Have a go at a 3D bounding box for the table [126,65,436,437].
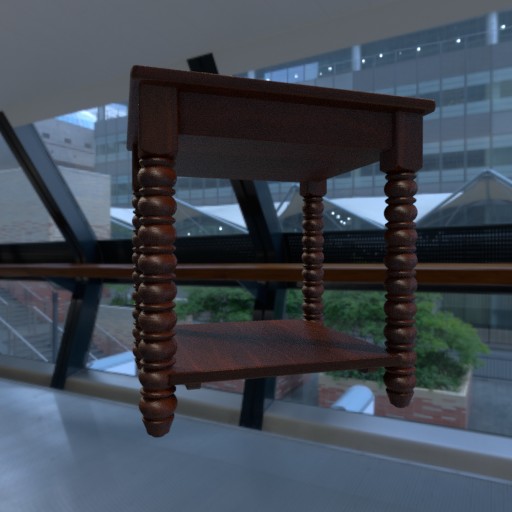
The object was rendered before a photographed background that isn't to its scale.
[{"bbox_3d":[0.000,0.000,0.963,0.533,0.567,0.500,0,1,-17],"label":"table"}]
